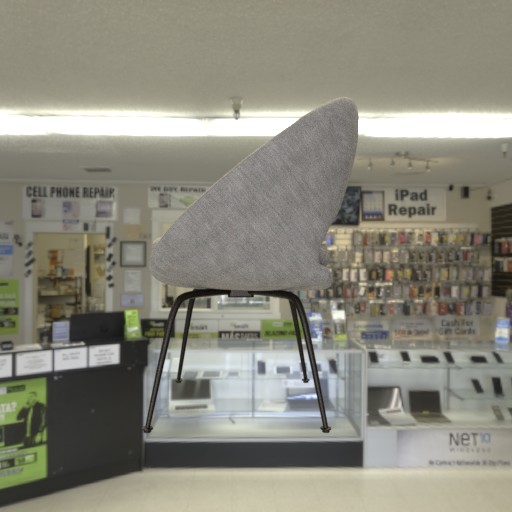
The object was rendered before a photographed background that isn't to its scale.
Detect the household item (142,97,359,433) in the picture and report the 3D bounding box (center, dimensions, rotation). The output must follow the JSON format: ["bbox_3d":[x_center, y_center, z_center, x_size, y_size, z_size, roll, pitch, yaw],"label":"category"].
[{"bbox_3d":[0.000,0.000,1.320,0.587,0.869,0.643,0,0,0],"label":"household item"}]
